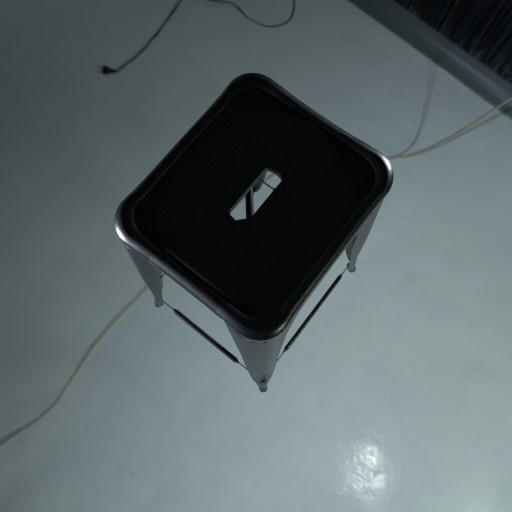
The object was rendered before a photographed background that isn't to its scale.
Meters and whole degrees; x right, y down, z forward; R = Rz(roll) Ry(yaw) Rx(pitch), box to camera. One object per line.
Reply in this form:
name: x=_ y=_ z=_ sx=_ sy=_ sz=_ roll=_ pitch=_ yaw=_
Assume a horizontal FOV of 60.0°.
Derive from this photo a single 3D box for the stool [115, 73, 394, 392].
stool: x=0.000 y=0.000 z=0.843 sx=0.359 sy=0.609 sz=0.399 roll=37 pitch=78 yaw=9
